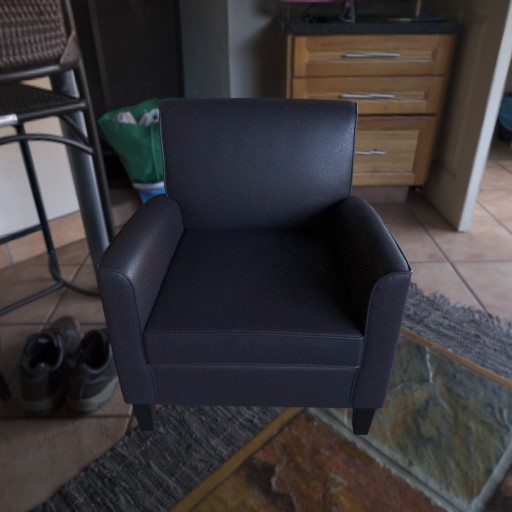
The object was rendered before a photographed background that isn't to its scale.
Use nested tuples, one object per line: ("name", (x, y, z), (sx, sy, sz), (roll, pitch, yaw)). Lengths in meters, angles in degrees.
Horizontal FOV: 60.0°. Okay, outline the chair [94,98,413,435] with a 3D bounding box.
("chair", (0.000, 0.000, 1.548), (0.820, 0.916, 0.819), (1, 30, 1))
